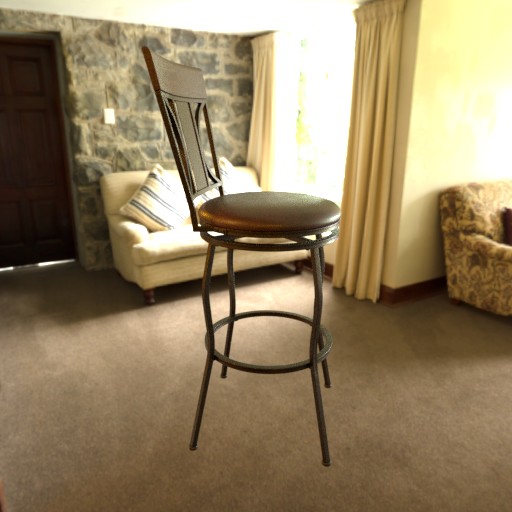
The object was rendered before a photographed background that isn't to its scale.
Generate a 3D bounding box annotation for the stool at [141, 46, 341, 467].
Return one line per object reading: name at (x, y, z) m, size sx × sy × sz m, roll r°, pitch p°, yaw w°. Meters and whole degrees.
stool at (0.000, 0.000, 1.369) m, size 0.513 × 1.130 × 0.448 m, roll 3°, pitch 17°, yaw 9°
